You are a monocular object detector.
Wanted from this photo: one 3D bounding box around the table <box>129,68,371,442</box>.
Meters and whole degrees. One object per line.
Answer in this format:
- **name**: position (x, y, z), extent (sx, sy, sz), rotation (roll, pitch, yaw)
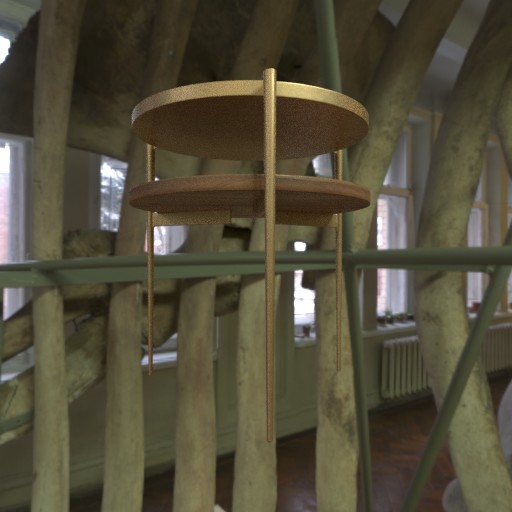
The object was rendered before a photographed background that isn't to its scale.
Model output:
- **table**: position (0.000, 0.000, 0.825), extent (0.456, 0.493, 0.430), rotation (0, 0, -36)
